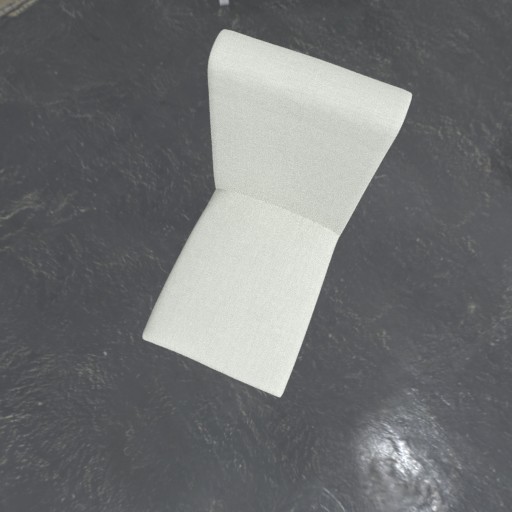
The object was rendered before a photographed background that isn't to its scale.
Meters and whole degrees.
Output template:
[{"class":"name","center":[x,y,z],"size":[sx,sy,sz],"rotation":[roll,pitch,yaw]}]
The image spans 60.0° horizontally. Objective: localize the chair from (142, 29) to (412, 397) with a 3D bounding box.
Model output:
[{"class":"chair","center":[0.000,0.000,1.340],"size":[0.452,0.976,0.708],"rotation":[22,76,6]}]
